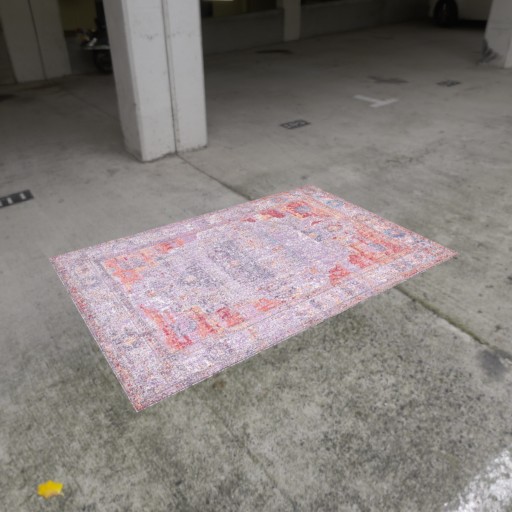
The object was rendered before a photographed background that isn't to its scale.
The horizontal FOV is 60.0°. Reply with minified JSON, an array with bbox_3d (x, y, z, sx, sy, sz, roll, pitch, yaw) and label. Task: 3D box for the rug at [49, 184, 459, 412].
[{"bbox_3d":[0.000,0.000,2.369,1.829,0.005,1.219,-20,36,-29],"label":"rug"}]
